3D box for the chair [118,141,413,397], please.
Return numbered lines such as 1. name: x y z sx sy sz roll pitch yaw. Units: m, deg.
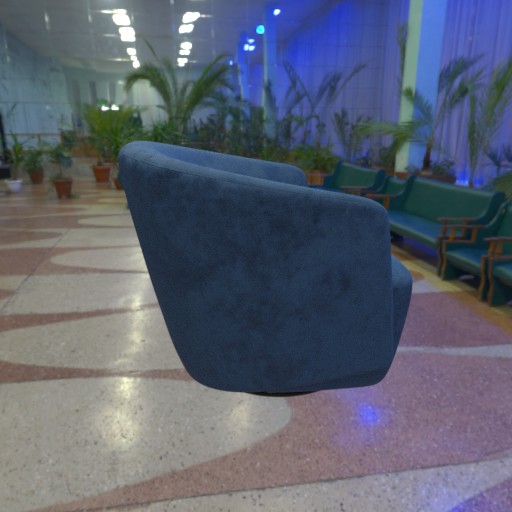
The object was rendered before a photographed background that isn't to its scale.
1. chair: 0.000 0.000 1.385 0.767 0.698 0.773 -3 17 -8
